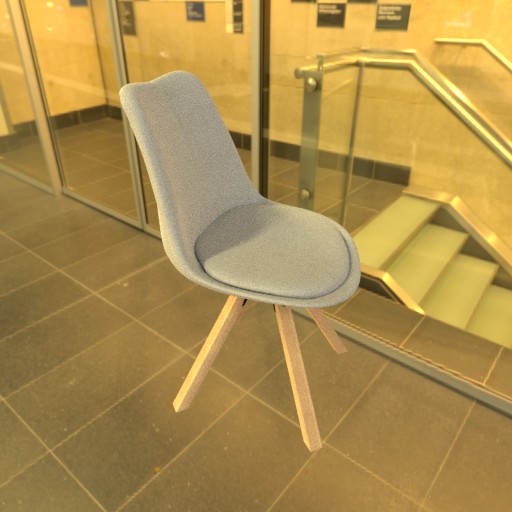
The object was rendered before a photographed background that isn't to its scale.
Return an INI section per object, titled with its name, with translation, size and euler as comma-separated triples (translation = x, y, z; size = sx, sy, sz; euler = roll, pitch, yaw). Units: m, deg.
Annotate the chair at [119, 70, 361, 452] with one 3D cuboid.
[chair]
translation = 0.000, 0.000, 1.176
size = 0.549, 0.863, 0.474
euler = 11, 32, 17
